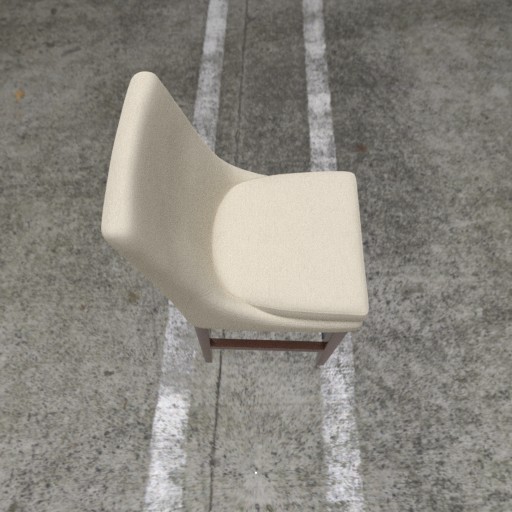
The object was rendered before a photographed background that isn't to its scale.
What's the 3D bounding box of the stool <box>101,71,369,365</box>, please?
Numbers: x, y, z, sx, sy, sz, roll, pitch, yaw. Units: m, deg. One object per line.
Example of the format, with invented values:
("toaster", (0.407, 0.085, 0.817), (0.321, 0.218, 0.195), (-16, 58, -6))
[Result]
("stool", (0.000, 0.000, 1.301), (0.577, 0.981, 0.470), (1, 64, 0))
